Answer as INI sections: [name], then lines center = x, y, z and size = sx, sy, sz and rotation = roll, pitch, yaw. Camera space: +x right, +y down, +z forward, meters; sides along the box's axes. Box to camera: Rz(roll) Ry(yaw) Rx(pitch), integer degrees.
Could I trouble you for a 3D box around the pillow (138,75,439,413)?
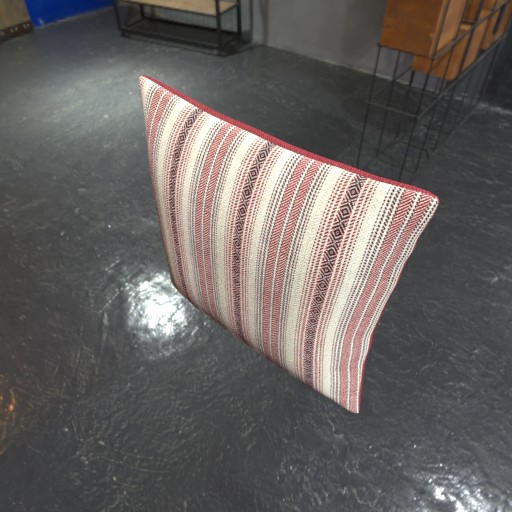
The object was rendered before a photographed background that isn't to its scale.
[pillow]
center = 0.000, 0.000, 0.770
size = 0.513, 0.497, 0.166
rotation = 31, 52, 27
